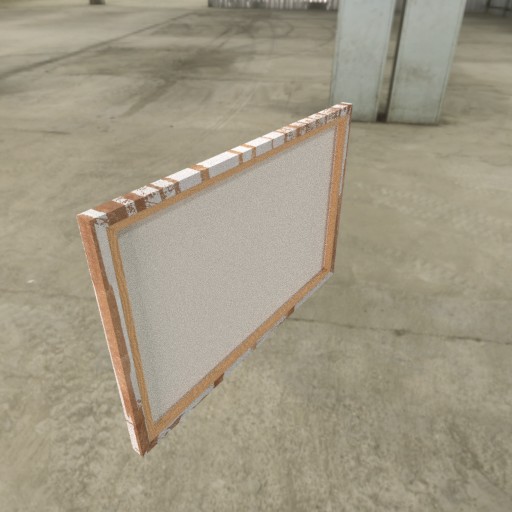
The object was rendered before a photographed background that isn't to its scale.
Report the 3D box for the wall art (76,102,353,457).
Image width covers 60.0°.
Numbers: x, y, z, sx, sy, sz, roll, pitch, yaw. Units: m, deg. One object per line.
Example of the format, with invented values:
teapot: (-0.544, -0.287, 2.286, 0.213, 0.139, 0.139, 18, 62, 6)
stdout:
wall art: (0.000, 0.000, 1.167, 0.035, 0.609, 0.914, 22, 38, 30)
